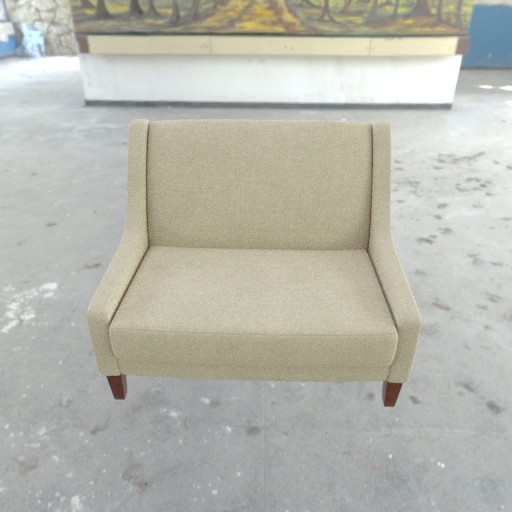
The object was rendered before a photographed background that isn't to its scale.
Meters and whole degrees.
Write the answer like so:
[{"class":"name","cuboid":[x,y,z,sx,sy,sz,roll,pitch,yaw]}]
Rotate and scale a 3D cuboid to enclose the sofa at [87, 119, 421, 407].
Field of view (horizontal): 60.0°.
[{"class":"sofa","cuboid":[0.000,0.000,1.924,1.212,0.976,0.946,1,30,2]}]
